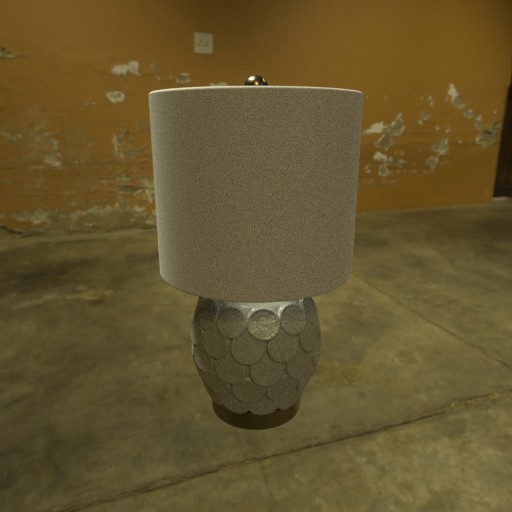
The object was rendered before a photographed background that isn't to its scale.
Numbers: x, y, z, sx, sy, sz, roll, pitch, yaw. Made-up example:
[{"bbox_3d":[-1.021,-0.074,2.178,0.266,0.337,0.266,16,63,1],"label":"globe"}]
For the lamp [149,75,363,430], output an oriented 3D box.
[{"bbox_3d":[0.000,0.000,0.596,0.254,0.452,0.254,0,17,0],"label":"lamp"}]
